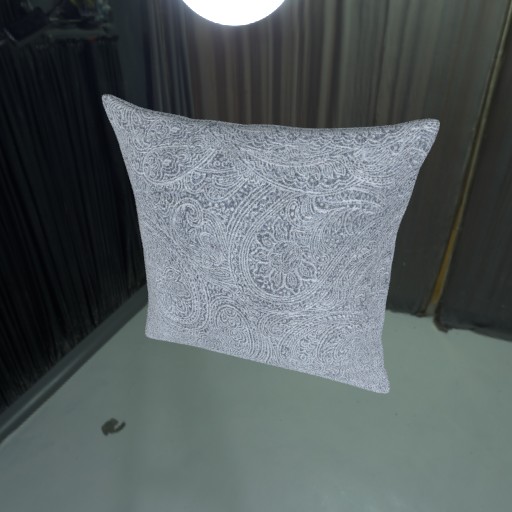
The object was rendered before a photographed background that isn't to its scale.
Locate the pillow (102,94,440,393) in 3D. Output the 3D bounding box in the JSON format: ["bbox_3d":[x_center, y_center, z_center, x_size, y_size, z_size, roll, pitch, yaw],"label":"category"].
[{"bbox_3d":[0.000,0.000,0.775,0.523,0.510,0.166,10,32,16],"label":"pillow"}]
